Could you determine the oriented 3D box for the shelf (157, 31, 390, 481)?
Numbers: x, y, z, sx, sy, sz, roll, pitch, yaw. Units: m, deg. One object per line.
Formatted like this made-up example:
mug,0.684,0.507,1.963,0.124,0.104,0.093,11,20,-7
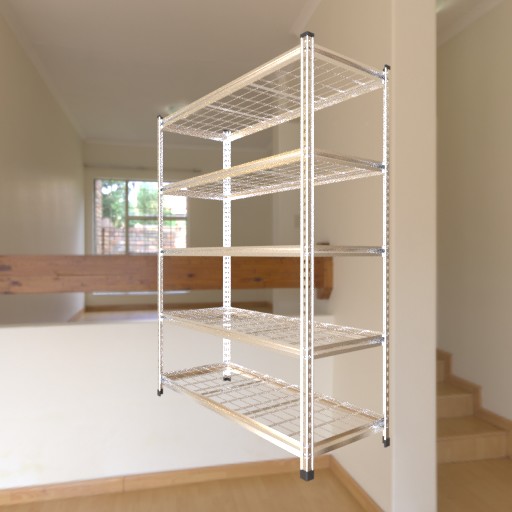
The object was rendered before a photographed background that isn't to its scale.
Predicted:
shelf,0.000,0.000,2.734,0.610,1.981,1.524,0,0,-38
